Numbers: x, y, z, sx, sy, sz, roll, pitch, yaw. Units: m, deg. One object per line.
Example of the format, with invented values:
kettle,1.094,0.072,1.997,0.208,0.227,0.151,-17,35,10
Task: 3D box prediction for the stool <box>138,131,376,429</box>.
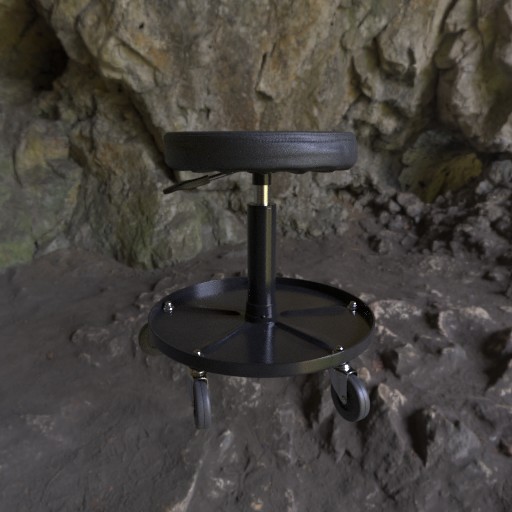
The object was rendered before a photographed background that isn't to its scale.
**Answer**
stool,0.000,0.000,0.677,0.382,0.365,0.381,-2,15,-8
